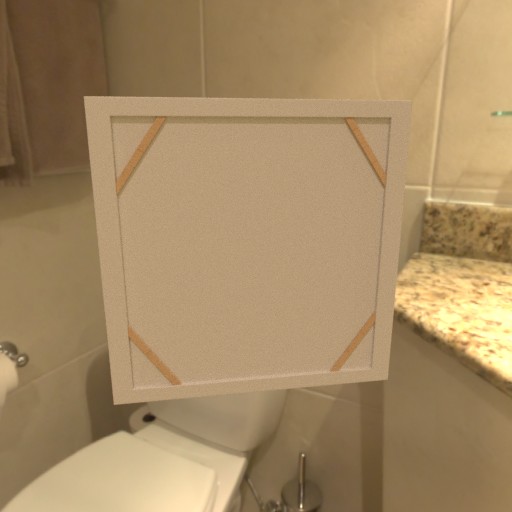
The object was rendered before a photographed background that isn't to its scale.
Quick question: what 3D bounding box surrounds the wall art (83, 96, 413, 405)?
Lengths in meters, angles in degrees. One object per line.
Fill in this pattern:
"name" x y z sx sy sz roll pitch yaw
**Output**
"wall art" 0.000 0.000 0.911 0.610 0.610 0.038 -2 16 -9
